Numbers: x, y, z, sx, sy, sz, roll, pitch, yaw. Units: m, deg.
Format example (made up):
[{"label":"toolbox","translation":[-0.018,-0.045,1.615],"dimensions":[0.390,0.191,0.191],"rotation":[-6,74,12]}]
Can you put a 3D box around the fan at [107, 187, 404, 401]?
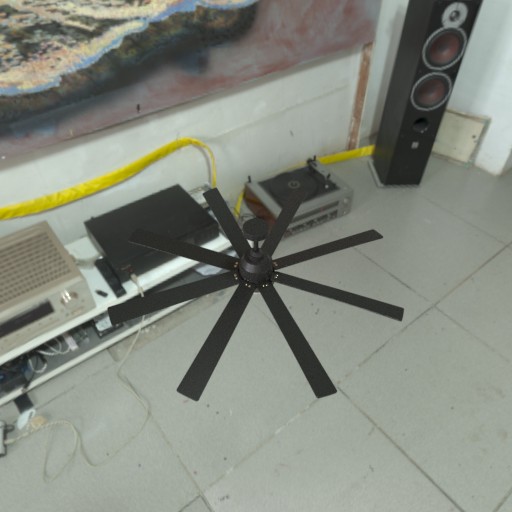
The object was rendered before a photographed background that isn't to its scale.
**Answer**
[{"label":"fan","translation":[0.000,0.000,2.699],"dimensions":[1.830,0.472,1.830],"rotation":[16,47,15]}]
